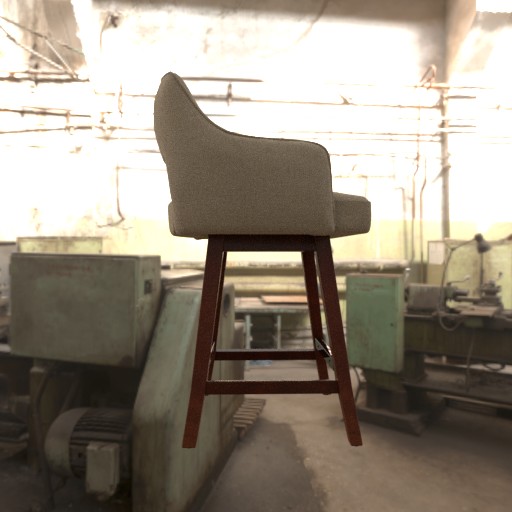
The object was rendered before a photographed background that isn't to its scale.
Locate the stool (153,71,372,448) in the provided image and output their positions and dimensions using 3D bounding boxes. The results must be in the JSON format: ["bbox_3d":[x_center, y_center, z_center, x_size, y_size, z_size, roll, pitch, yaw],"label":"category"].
[{"bbox_3d":[0.000,0.000,1.288,0.560,0.936,0.550,0,0,-2],"label":"stool"}]
